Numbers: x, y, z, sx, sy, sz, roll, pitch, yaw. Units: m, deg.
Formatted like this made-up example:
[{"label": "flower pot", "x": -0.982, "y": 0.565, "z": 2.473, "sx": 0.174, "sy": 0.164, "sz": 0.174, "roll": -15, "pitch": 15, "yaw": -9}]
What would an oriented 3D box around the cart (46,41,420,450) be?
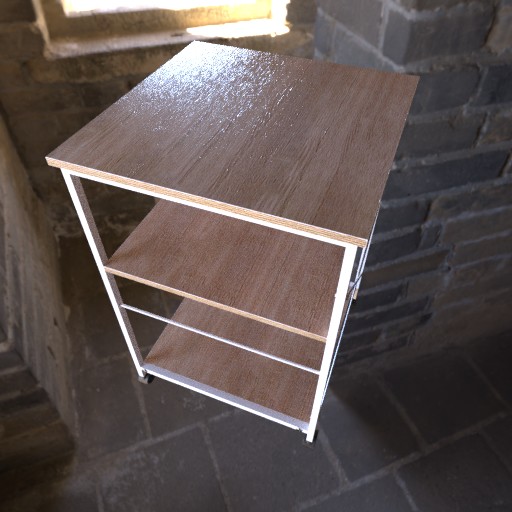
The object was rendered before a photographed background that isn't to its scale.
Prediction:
[{"label": "cart", "x": 0.000, "y": 0.000, "z": 1.085, "sx": 0.520, "sy": 0.762, "sz": 0.521, "roll": 16, "pitch": 48, "yaw": 15}]
